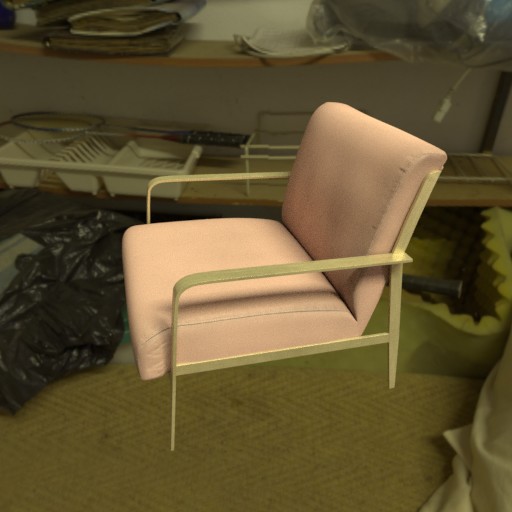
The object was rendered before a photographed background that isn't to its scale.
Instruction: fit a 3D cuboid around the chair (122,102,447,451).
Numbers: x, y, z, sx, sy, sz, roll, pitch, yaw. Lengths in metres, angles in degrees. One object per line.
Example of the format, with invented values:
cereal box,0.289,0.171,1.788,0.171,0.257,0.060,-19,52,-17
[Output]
chair,0.000,0.000,1.456,0.848,0.823,0.701,-9,32,-15
